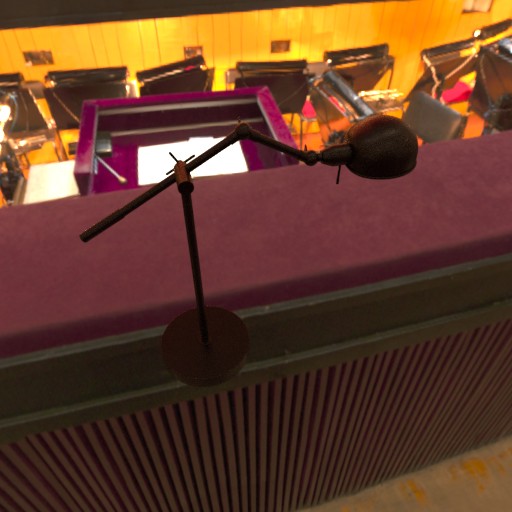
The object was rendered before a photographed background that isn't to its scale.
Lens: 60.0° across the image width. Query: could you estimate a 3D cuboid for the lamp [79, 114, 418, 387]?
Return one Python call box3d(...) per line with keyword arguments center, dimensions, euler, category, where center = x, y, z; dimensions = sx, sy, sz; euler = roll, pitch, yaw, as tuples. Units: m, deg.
box3d(center=(0.000, 0.000, 0.799), dimensions=(0.567, 0.495, 0.185), euler=(-10, 44, -10), category="lamp")
